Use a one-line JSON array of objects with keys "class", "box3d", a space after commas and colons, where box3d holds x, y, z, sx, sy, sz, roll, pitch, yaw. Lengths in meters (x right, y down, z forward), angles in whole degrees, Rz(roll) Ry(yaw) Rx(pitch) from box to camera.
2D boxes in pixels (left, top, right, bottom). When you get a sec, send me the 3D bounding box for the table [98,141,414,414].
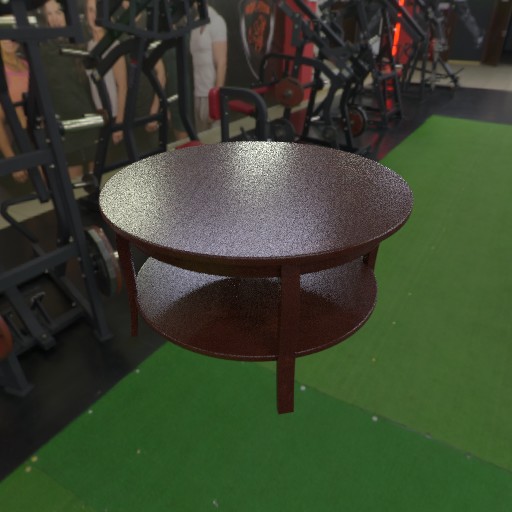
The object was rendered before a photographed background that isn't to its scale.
[{"class": "table", "box3d": [0.000, 0.000, 1.465, 0.911, 0.512, 0.911, 0, 30, 0]}]
